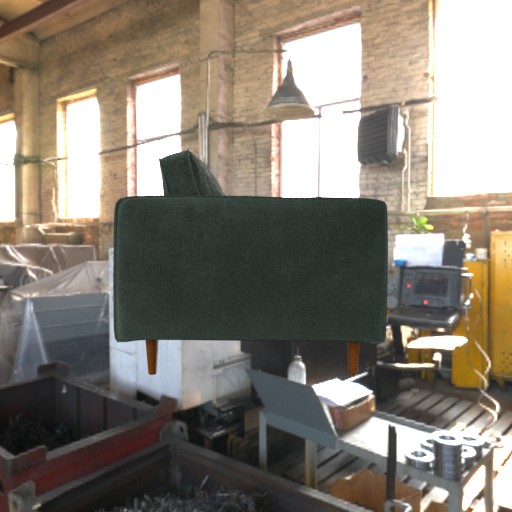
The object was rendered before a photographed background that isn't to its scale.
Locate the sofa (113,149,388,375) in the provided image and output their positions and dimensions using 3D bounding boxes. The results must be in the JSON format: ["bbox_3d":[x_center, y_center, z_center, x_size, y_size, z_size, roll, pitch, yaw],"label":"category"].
[{"bbox_3d":[0.000,0.000,2.270,0.886,0.781,1.816,0,2,0],"label":"sofa"}]
